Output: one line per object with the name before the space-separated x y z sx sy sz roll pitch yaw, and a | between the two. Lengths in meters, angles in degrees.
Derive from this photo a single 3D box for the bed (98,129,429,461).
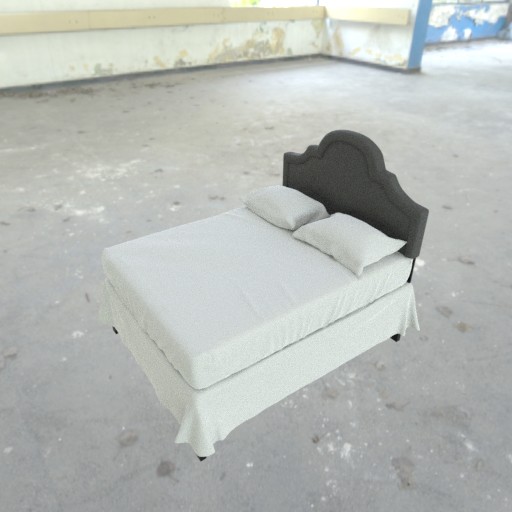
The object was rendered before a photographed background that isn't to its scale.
bed | 0.000 0.000 3.466 2.222 1.634 1.780 -20 37 -30
